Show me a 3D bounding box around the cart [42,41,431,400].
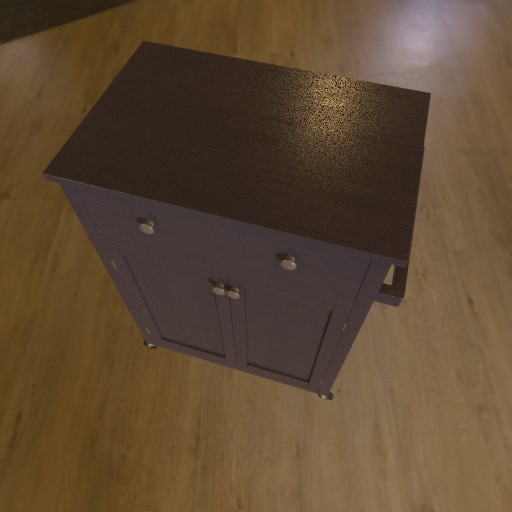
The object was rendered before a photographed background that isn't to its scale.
[{"bbox_3d":[0.000,0.000,1.231,0.690,0.878,0.449,14,58,9],"label":"cart"}]
